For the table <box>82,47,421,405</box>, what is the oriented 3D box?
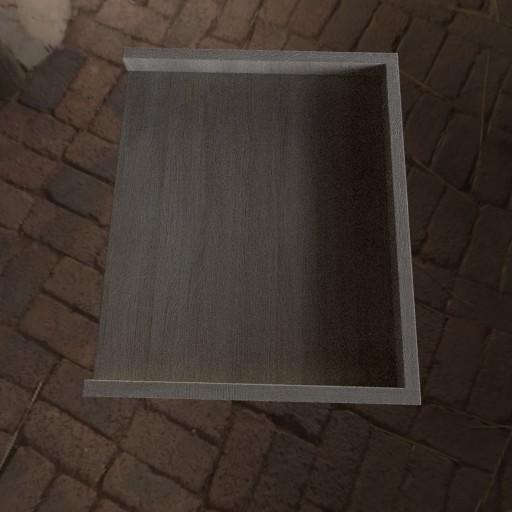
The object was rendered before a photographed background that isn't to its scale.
[{"bbox_3d":[0.000,0.000,0.768,0.370,0.470,0.450,1,75,0],"label":"table"}]
